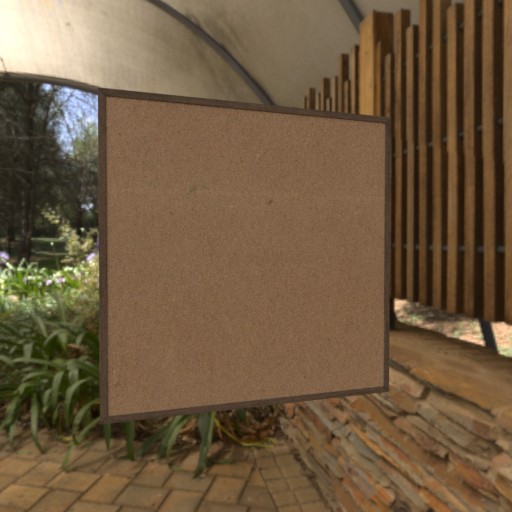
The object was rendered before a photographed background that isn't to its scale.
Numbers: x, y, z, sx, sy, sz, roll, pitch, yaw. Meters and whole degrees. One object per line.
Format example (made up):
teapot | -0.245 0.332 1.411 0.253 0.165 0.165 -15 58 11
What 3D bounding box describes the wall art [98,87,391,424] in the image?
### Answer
wall art | 0.000 0.000 0.762 0.508 0.508 0.038 0 1 -18
